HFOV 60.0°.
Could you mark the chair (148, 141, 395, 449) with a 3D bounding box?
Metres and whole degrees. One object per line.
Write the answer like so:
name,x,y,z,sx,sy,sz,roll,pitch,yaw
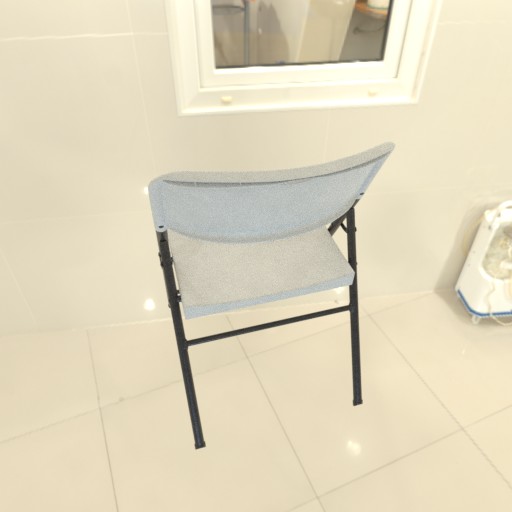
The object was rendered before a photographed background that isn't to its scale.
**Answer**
chair,0.000,0.000,1.169,0.494,0.810,0.566,-11,41,-12
